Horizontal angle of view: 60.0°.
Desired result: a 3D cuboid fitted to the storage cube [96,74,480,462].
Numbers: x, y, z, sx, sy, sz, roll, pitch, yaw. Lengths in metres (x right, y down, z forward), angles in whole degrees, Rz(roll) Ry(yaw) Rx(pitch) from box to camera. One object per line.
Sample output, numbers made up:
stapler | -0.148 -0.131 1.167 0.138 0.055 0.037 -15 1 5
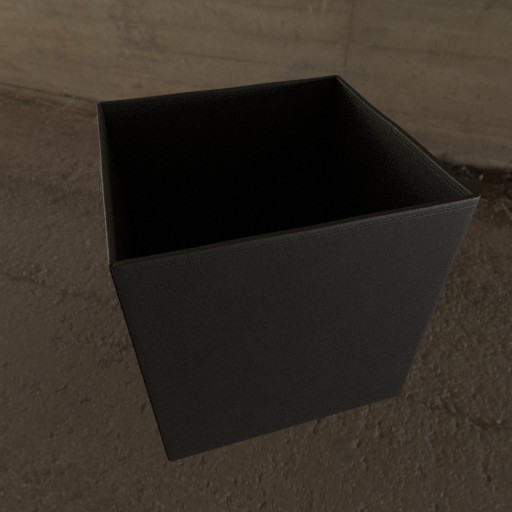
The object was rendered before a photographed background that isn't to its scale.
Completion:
storage cube | 0.000 0.000 0.482 0.270 0.280 0.270 -11 43 -12
